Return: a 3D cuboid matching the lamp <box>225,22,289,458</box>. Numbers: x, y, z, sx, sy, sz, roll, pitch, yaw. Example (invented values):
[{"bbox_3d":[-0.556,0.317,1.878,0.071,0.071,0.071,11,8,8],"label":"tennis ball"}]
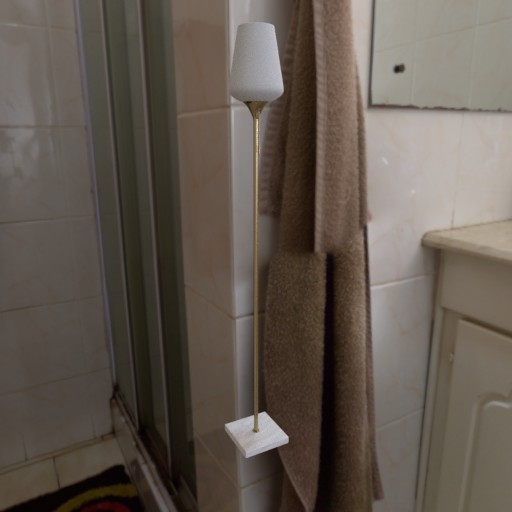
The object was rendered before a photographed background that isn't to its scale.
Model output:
[{"bbox_3d":[0.000,0.000,1.926,0.229,1.813,0.232,-8,17,-27],"label":"lamp"}]
